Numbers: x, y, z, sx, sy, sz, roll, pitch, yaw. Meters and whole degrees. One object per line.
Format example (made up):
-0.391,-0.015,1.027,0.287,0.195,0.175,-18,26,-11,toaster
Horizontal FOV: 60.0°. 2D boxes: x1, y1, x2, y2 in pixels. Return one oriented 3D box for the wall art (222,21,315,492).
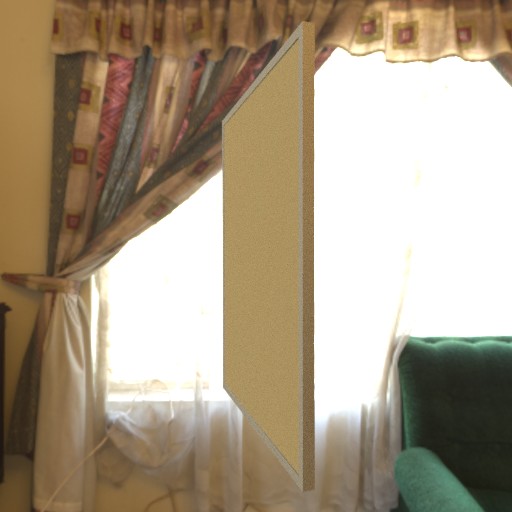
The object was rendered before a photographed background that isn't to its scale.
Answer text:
0.000,0.000,1.362,0.034,1.042,0.789,0,1,-17,wall art
